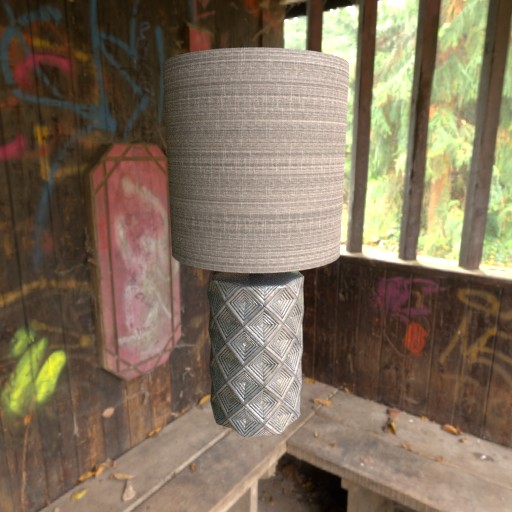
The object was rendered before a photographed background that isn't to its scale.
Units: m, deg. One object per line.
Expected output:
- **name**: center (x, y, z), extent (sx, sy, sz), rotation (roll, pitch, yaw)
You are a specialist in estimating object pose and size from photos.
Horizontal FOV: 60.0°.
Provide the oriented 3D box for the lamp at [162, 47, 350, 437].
- **lamp**: center (0.000, 0.000, 0.715), extent (0.269, 0.566, 0.268), rotation (2, 14, 7)
